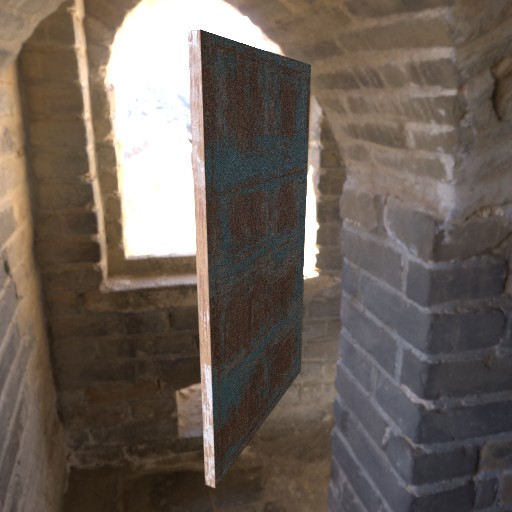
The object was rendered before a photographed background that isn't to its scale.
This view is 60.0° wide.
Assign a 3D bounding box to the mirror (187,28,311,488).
[{"bbox_3d":[0.000,0.000,1.439,0.083,1.213,0.707,8,19,25],"label":"mirror"}]
